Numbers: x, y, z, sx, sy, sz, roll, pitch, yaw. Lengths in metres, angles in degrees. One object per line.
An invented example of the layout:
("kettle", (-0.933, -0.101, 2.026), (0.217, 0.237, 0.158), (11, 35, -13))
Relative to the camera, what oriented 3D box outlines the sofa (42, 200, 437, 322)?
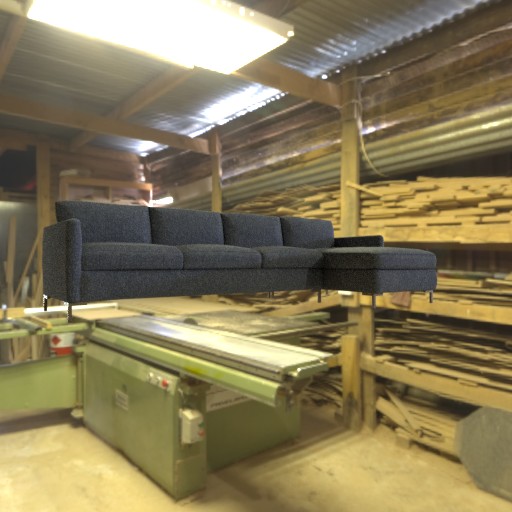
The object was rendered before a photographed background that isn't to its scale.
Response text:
("sofa", (0.000, 0.000, 3.525), (2.932, 0.810, 1.350), (0, -1, -35))
